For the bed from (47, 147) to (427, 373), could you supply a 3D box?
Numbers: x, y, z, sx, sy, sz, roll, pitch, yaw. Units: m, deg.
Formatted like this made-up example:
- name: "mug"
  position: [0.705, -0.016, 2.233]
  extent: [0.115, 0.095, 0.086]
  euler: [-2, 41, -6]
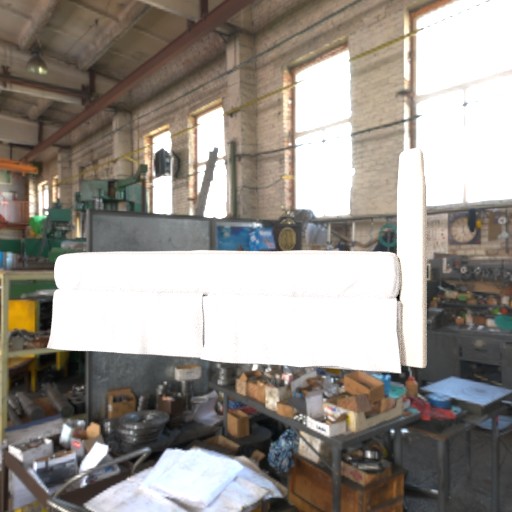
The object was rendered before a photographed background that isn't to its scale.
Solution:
- name: "bed"
  position: [0.000, 0.000, 3.628]
  extent: [2.498, 1.293, 1.977]
  euler: [0, 0, 17]
